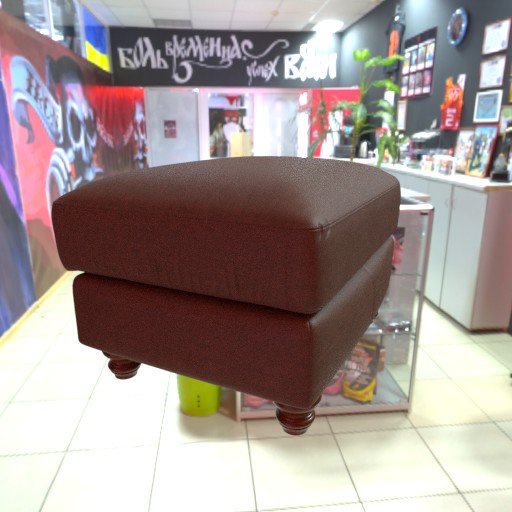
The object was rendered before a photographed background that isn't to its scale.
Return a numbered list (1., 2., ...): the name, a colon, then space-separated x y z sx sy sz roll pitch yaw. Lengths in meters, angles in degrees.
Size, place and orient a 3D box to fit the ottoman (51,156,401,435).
1. ottoman: 0.000 0.000 1.186 0.635 0.508 0.787 8 18 26
